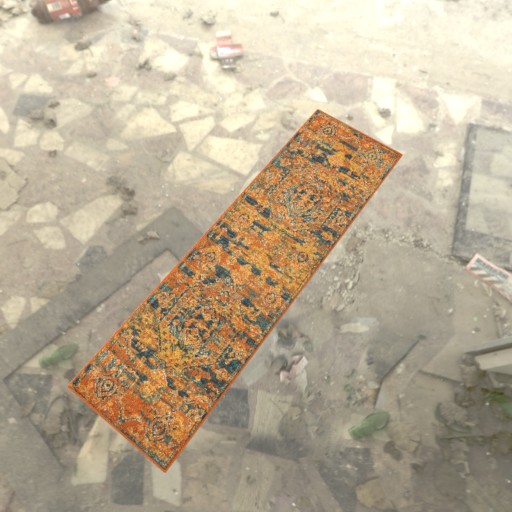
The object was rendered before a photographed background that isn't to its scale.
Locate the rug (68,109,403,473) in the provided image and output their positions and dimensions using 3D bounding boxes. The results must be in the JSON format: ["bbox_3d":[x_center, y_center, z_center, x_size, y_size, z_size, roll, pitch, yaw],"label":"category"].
[{"bbox_3d":[0.000,0.000,2.511,0.651,0.016,2.274,34,69,15],"label":"rug"}]
